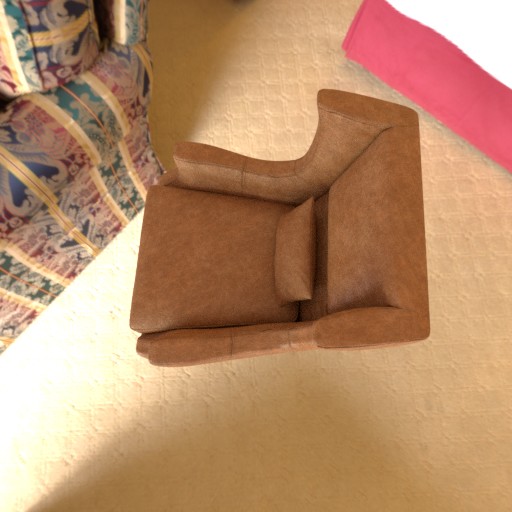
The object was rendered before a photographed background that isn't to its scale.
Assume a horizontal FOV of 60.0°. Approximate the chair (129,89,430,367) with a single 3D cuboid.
[{"bbox_3d":[0.000,0.000,1.673,0.926,1.016,0.853,3,73,1],"label":"chair"}]
